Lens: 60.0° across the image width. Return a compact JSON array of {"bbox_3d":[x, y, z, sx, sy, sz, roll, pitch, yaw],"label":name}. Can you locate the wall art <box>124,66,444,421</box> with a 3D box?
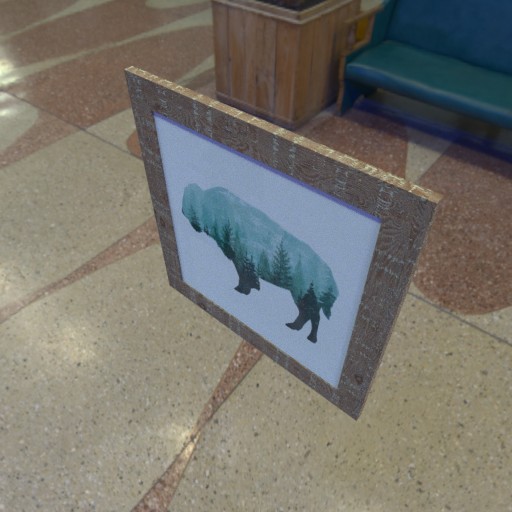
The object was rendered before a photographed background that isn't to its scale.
[{"bbox_3d":[0.000,0.000,0.565,0.380,0.380,0.022,31,53,27],"label":"wall art"}]
